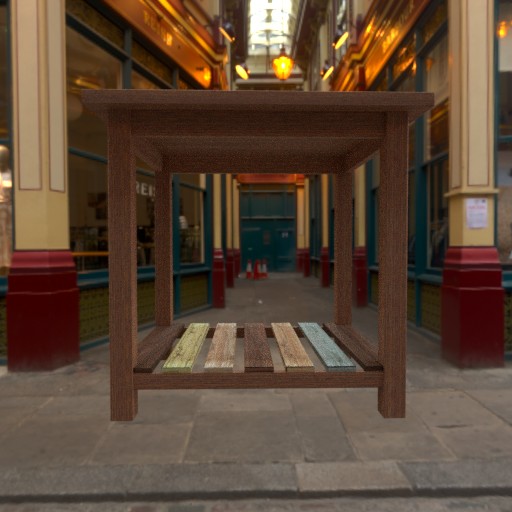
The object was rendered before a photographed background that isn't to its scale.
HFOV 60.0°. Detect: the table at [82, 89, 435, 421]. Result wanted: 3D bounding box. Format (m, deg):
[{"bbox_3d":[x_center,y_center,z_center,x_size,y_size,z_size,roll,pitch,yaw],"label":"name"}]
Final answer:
[{"bbox_3d":[0.000,0.000,1.117,0.660,0.635,0.559,0,2,-2],"label":"table"}]
